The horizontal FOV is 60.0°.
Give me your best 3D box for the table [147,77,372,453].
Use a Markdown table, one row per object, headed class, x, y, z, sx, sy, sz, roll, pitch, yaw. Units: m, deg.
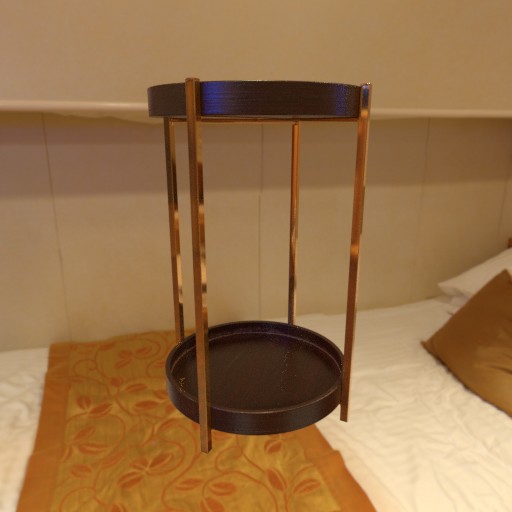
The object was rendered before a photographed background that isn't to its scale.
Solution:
| class | x | y | z | sx | sy | sz | roll | pitch | yaw |
| --- | --- | --- | --- | --- | --- | --- | --- | --- | --- |
| table | 0.000 | 0.000 | 0.858 | 0.400 | 0.610 | 0.400 | 8 | 18 | 26 |
